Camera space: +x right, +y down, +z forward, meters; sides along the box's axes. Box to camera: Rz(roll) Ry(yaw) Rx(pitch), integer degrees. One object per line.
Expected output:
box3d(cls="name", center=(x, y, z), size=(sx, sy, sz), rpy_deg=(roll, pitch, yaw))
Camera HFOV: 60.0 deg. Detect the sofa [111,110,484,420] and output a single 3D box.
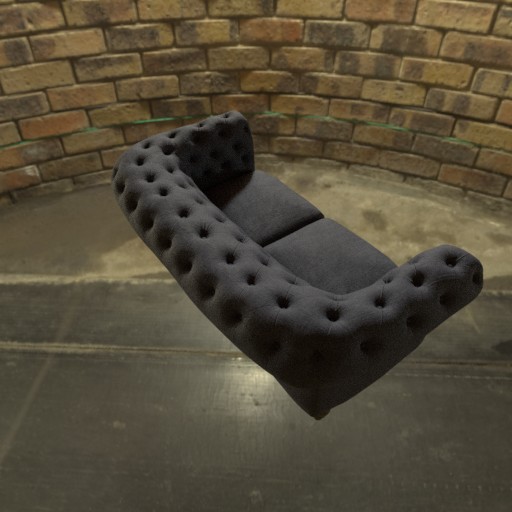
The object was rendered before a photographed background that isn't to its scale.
box3d(cls="sofa", center=(0.000, 0.000, 2.461), size=(1.082, 0.833, 1.988), rpy_deg=(-25, 47, -26))
